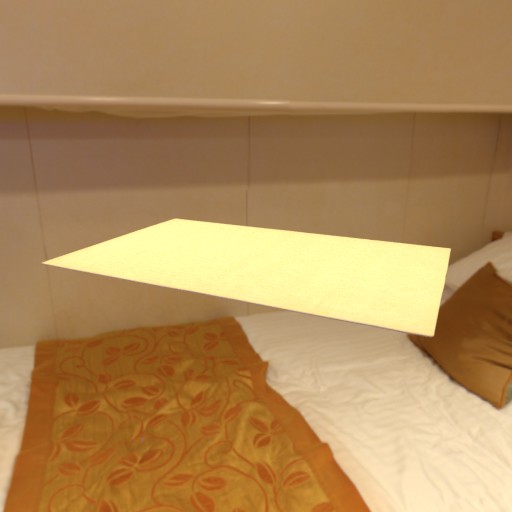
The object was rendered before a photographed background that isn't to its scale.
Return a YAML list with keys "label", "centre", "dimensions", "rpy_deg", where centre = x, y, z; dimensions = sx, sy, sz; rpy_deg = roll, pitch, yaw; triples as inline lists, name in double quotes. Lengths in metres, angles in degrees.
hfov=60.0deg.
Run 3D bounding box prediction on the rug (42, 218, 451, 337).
- label: "rug"
  centre: [0.000, 0.000, 3.086]
  dimensions: [2.441, 0.014, 1.531]
  rpy_deg: [8, 19, 24]
